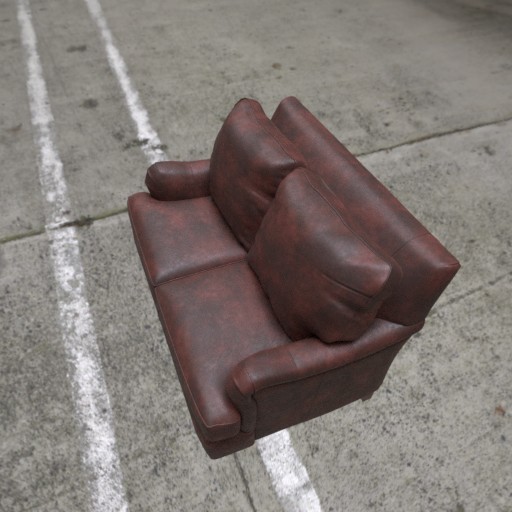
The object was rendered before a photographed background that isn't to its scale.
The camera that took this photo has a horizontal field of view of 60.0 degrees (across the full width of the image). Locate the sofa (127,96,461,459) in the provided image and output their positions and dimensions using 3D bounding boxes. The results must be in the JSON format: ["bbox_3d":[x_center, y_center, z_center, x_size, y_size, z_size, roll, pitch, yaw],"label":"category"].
[{"bbox_3d":[0.000,0.000,2.381,1.148,1.070,1.628,-17,49,-15],"label":"sofa"}]
